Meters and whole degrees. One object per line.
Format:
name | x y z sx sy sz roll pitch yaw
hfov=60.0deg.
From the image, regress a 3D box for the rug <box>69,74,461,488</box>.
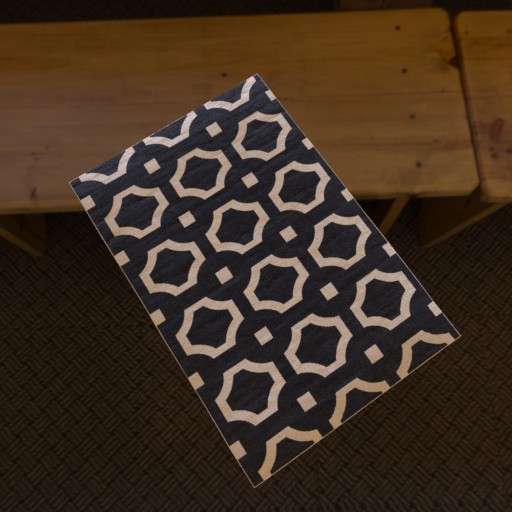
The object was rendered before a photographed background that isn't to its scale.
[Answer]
rug | 0.000 0.000 2.898 1.555 0.016 2.286 -33 78 -8
